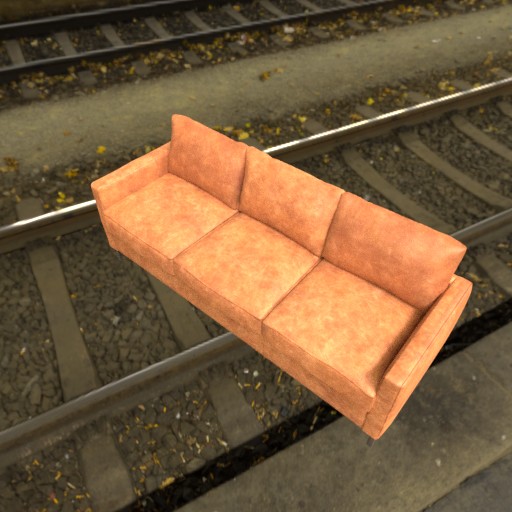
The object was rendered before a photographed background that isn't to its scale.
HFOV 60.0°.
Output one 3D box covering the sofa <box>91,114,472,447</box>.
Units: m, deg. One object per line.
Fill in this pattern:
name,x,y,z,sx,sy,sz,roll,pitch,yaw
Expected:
sofa,0.000,0.000,2.421,2.029,0.863,0.748,31,53,27
